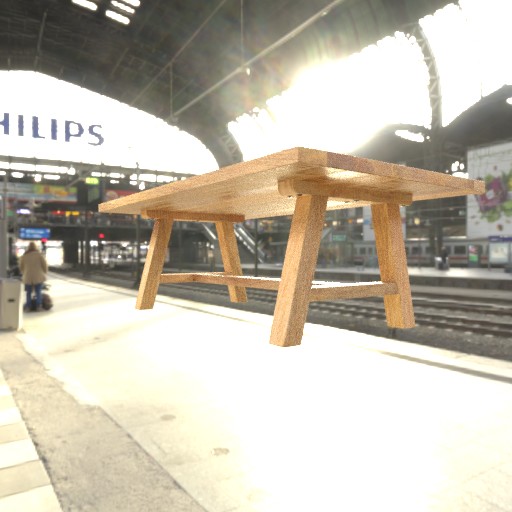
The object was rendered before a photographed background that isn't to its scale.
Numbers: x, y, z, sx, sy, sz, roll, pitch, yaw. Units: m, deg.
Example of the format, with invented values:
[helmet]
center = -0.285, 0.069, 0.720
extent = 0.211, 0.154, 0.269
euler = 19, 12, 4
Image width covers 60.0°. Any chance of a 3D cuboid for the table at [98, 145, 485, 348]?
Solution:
[table]
center = 0.000, 0.000, 1.656
extent = 0.760, 0.455, 1.320
euler = 0, 0, -36
